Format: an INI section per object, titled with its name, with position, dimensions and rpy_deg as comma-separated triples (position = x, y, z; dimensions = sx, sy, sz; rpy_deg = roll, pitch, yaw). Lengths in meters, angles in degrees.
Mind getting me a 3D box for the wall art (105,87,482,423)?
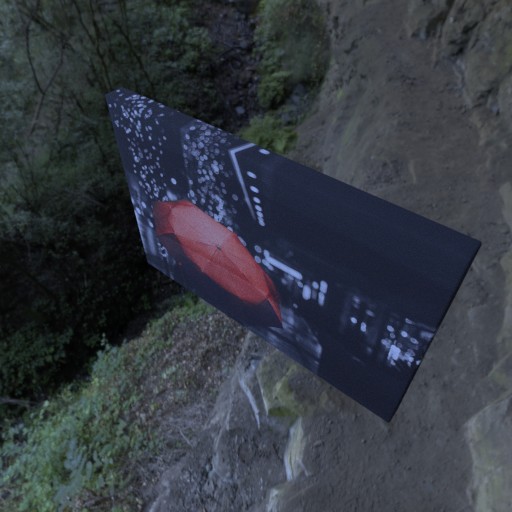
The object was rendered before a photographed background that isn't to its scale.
[wall art]
position = 0.000, 0.000, 0.755
dimensions = 0.609, 0.406, 0.037
rpy_deg = 30, 53, 26
